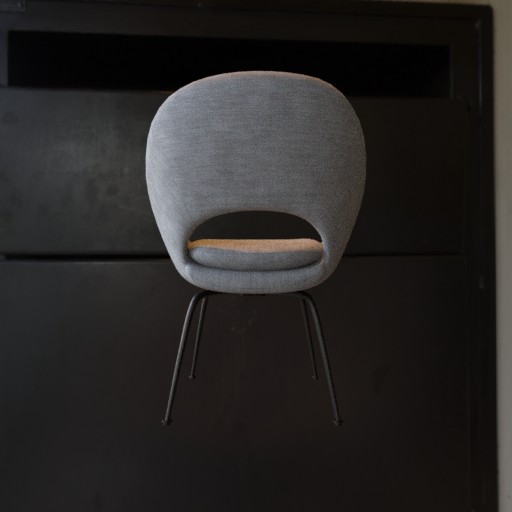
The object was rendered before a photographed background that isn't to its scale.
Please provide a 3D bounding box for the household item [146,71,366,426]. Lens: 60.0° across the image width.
[{"bbox_3d":[0.000,0.000,1.313,0.643,0.869,0.587,0,-1,0],"label":"household item"}]
